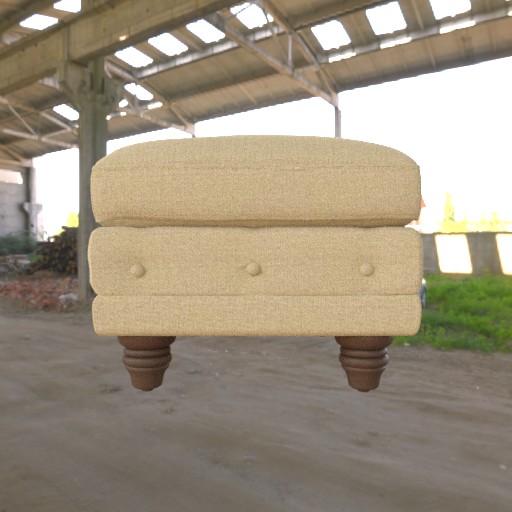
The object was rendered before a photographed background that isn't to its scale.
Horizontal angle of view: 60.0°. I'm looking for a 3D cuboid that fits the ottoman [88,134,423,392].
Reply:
[{"bbox_3d":[0.000,0.000,1.026,0.541,0.463,0.684,0,0,1],"label":"ottoman"}]
